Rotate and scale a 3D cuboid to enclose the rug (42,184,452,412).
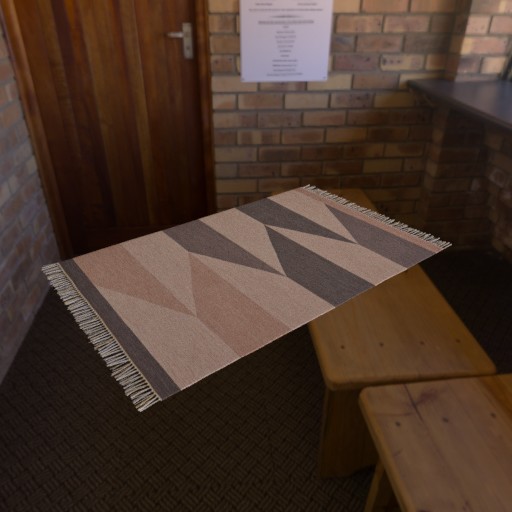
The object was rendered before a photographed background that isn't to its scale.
[{"bbox_3d":[0.000,0.000,2.514,2.021,0.027,1.224,-21,37,-32],"label":"rug"}]
